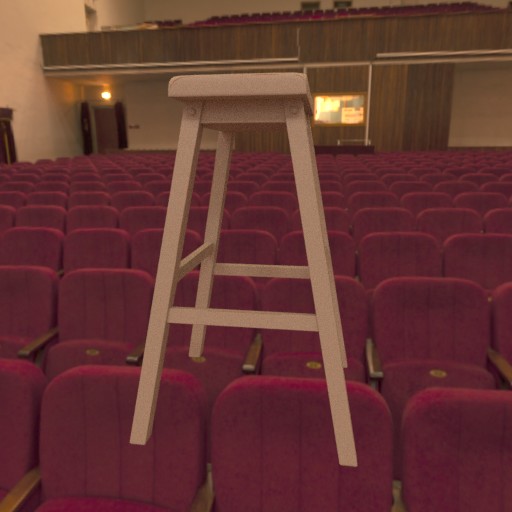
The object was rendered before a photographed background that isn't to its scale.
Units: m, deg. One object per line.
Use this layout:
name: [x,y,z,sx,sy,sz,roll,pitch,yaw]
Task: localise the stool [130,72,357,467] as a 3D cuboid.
stool: [0.000,0.000,1.050,0.476,0.737,0.457,2,13,9]
